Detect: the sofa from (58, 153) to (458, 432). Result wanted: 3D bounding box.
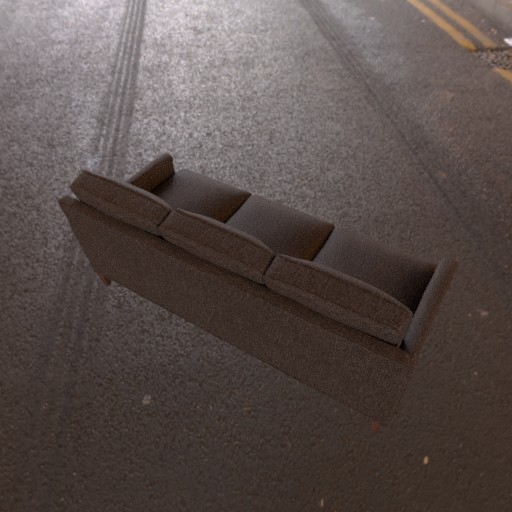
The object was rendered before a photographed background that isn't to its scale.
[{"bbox_3d":[0.000,0.000,2.825,2.246,1.003,1.084,24,50,22],"label":"sofa"}]
